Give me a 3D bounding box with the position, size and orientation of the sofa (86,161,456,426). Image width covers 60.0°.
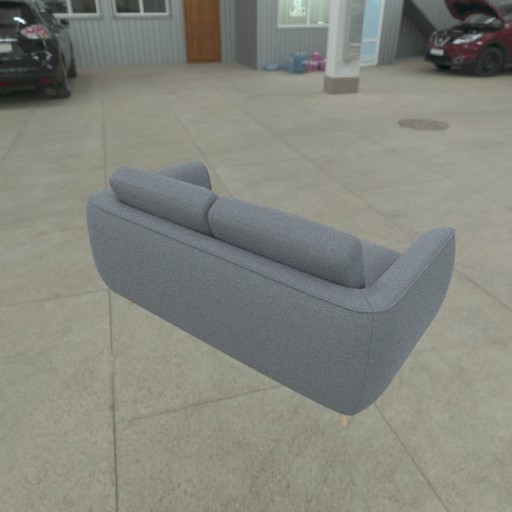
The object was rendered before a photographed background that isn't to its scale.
[{"bbox_3d":[0.000,0.000,2.233,1.700,0.850,0.920,21,36,32],"label":"sofa"}]
